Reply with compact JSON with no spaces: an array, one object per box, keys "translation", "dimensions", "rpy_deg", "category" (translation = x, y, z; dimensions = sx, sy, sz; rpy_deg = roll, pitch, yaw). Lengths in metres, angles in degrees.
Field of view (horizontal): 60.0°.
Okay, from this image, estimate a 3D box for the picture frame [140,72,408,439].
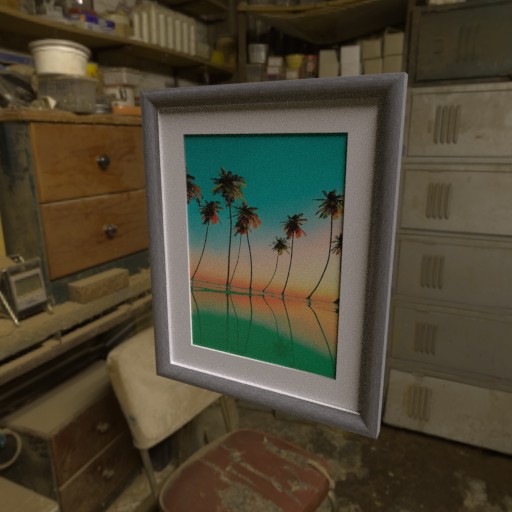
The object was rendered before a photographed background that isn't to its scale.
[{"translation":[0.000,0.000,0.764],"dimensions":[0.454,0.559,0.029],"rpy_deg":[7,16,26],"category":"picture frame"}]
